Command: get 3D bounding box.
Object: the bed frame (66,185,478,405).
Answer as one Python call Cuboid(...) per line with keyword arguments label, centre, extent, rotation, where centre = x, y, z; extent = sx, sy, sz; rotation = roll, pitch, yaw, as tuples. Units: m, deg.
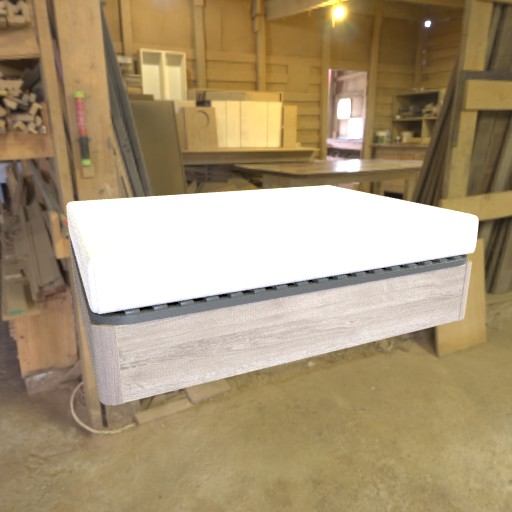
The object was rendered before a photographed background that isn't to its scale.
Cuboid(label="bed frame", centre=(0.000, 0.000, 2.530), extent=(1.900, 0.561, 1.400), rotation=(-7, 18, -24))
